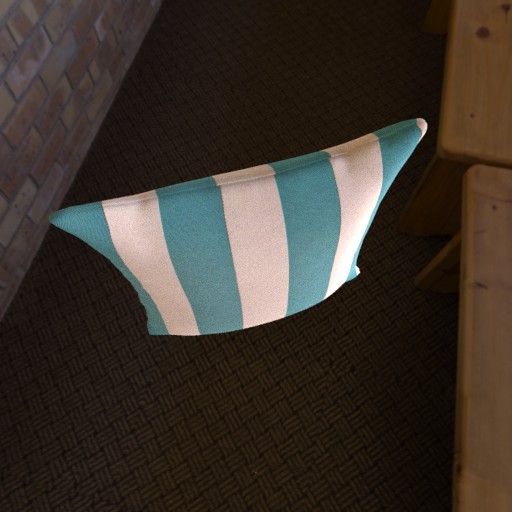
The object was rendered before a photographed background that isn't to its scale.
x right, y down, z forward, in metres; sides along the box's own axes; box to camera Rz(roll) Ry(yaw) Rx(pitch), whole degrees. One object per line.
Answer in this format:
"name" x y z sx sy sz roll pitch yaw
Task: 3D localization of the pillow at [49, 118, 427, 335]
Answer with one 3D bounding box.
"pillow" 0.000 0.000 0.816 0.536 0.526 0.189 -17 65 -8
